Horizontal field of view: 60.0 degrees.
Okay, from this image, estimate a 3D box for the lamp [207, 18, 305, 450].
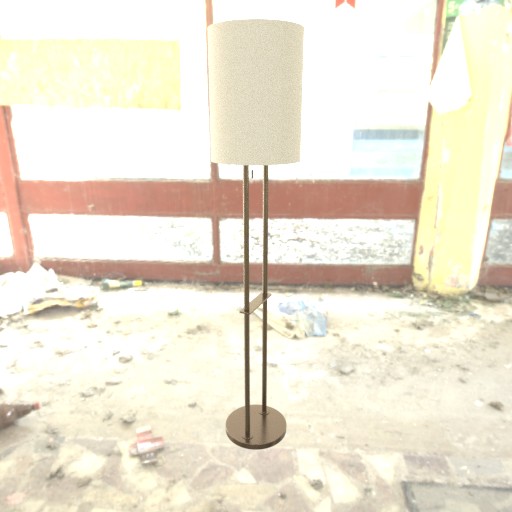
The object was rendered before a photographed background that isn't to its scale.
[{"bbox_3d":[0.000,0.000,1.620,0.305,1.500,0.306,8,19,23],"label":"lamp"}]
